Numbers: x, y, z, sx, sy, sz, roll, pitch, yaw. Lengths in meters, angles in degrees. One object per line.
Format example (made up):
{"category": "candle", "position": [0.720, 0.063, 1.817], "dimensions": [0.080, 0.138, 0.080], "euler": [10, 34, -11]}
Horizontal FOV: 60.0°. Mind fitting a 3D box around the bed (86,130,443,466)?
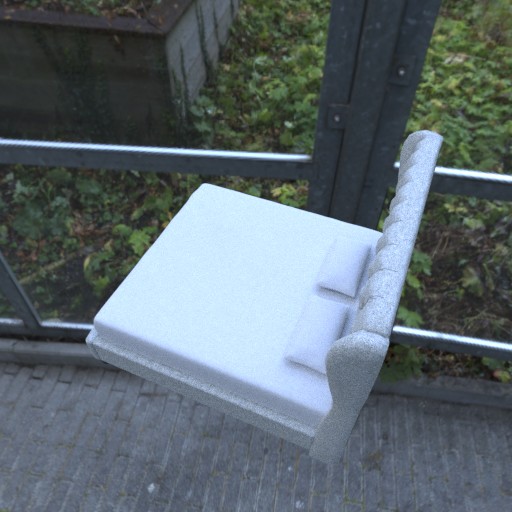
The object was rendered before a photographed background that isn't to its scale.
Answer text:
{"category": "bed", "position": [0.000, 0.000, 3.809], "dimensions": [2.347, 1.771, 2.219], "euler": [18, 50, 15]}
